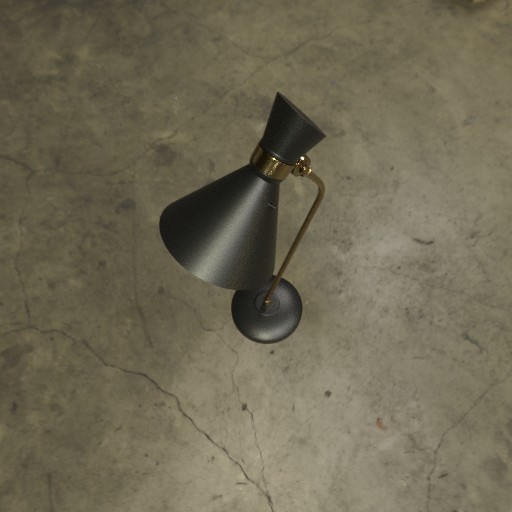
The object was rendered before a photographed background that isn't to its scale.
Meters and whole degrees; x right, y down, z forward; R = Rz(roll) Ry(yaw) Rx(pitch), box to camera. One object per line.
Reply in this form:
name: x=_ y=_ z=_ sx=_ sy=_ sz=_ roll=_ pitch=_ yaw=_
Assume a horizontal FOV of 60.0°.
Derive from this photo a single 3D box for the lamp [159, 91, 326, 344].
lamp: x=0.000 y=0.000 z=0.797 sx=0.292 sy=0.647 sz=0.189 roll=-33 pitch=67 yaw=-16
